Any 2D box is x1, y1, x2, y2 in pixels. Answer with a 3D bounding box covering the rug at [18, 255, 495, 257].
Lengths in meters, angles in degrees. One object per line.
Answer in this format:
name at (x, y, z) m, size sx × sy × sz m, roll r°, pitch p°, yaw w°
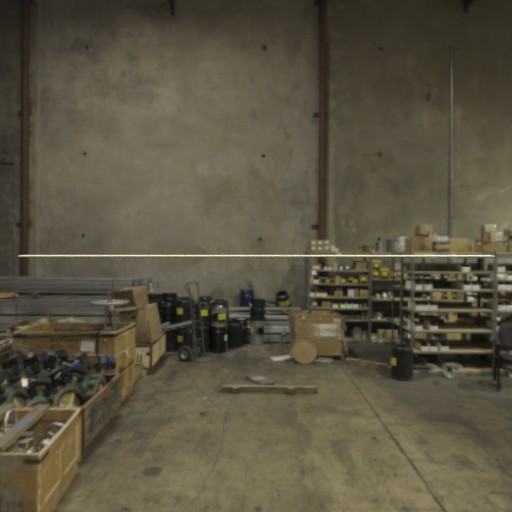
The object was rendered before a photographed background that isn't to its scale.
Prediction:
rug at (0.000, 0.000, 2.367) m, size 2.196 × 0.011 × 0.662 m, roll 0°, pitch 0°, yaw 0°
